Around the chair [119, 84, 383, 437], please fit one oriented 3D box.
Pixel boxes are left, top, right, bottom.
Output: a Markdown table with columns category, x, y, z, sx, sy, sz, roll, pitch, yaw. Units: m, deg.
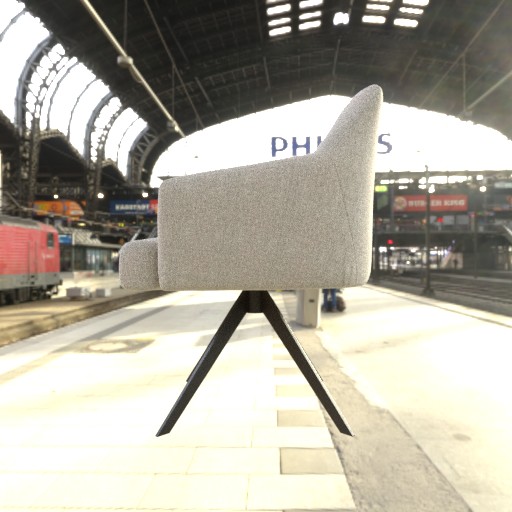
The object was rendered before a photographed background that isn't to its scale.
| category | x | y | z | sx | sy | sz | roll | pitch | yaw |
| --- | --- | --- | --- | --- | --- | --- | --- | --- | --- |
| chair | 0.000 | 0.000 | 1.317 | 0.677 | 0.874 | 0.642 | 0 | -1 | 0 |
